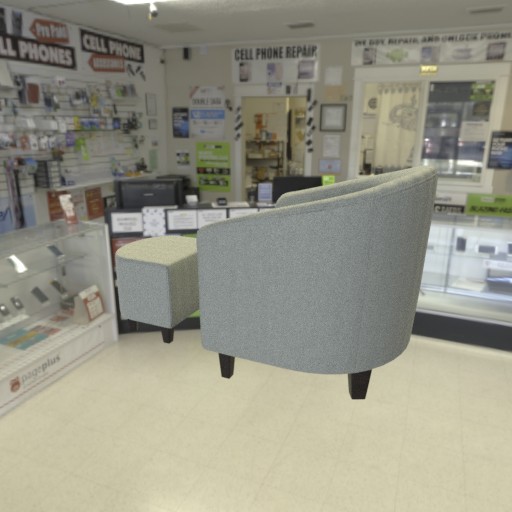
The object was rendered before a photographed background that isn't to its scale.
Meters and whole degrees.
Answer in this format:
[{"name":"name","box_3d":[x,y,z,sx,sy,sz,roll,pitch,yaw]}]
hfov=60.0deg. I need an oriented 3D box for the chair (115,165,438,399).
[{"name":"chair","box_3d":[0.000,0.000,1.781,1.288,0.757,0.756,8,18,24]}]
